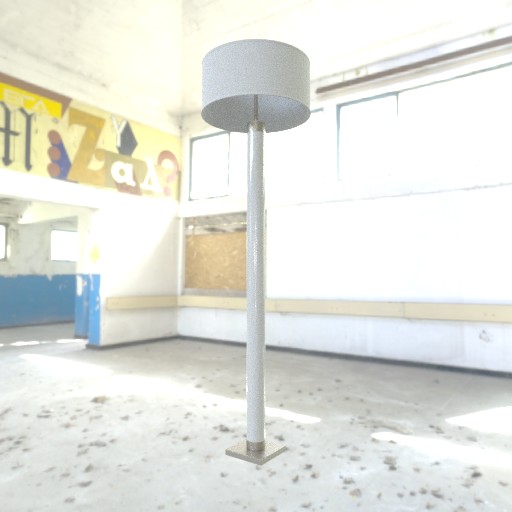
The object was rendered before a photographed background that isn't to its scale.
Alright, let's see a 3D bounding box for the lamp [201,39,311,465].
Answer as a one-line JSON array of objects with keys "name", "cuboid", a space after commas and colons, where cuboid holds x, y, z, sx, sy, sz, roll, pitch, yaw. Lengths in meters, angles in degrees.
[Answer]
[{"name": "lamp", "cuboid": [0.000, 0.000, 1.682, 0.420, 1.475, 0.420, -2, -3, 36]}]
